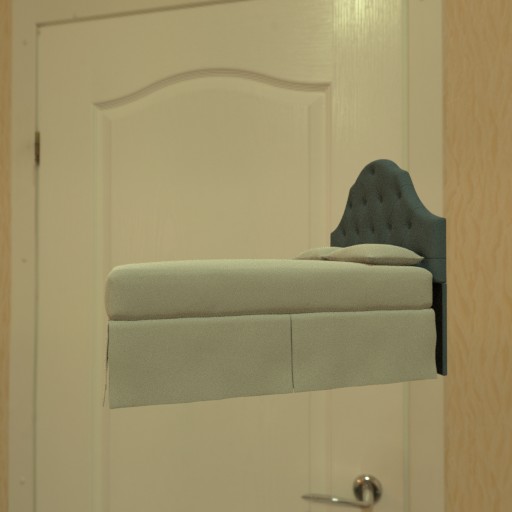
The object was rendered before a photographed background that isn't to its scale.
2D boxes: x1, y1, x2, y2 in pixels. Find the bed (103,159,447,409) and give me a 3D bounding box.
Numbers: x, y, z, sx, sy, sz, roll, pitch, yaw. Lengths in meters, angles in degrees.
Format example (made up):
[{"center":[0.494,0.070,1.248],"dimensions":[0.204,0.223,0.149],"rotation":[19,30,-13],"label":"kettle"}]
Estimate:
[{"center":[0.000,0.000,3.320],"dimensions":[2.155,1.575,1.636],"rotation":[0,-1,-17],"label":"bed"}]
